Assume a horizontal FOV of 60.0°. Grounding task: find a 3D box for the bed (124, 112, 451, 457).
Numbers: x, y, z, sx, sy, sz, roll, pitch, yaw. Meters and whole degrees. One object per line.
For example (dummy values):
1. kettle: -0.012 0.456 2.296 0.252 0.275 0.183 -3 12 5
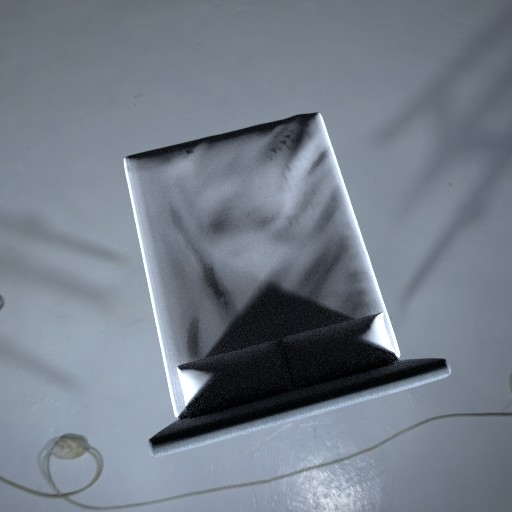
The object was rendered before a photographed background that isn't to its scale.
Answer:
1. bed: 0.000 0.000 3.177 1.713 1.330 2.142 -14 76 -4
